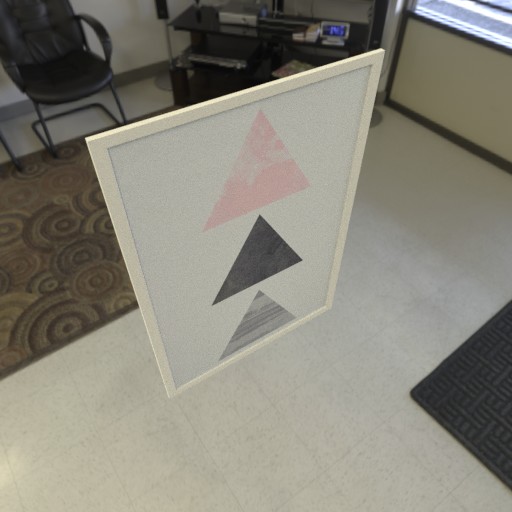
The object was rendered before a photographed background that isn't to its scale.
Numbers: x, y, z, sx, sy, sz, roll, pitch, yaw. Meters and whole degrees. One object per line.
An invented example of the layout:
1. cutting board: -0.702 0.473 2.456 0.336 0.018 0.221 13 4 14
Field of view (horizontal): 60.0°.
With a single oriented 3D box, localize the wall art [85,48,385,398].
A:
1. wall art: 0.000 0.000 1.189 0.659 0.940 0.013 -25 52 -22
